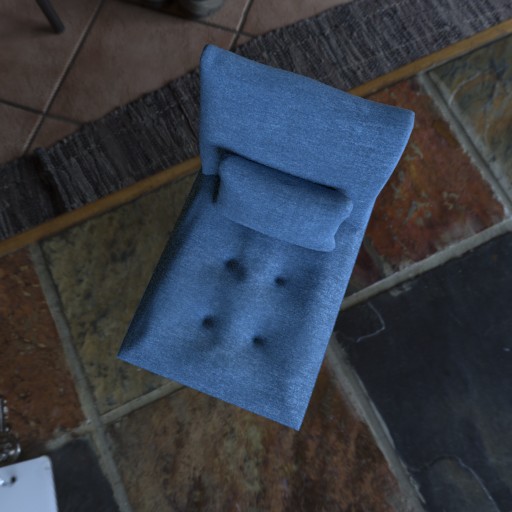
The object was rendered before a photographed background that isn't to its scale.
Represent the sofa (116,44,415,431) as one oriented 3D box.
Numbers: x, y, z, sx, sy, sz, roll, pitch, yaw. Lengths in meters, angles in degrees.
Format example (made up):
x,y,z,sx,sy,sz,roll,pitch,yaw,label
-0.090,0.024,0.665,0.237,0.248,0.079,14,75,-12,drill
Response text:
x,y,z,sx,sy,sz,roll,pitch,yaw,label
0.000,0.000,1.554,0.700,0.820,1.000,20,76,5,sofa
